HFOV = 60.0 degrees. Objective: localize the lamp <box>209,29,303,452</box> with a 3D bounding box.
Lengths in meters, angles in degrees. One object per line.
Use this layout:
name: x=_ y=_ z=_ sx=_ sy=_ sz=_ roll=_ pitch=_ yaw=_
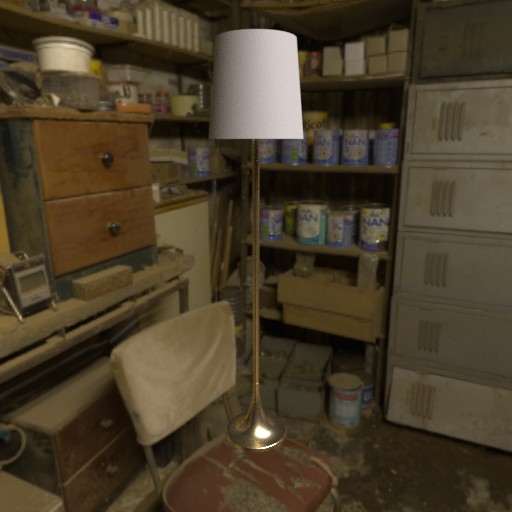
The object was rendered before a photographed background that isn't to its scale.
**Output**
lamp: x=0.000 y=0.000 z=1.693 sx=0.337 sy=1.543 sz=0.337 roll=0 pitch=15 yaw=0
